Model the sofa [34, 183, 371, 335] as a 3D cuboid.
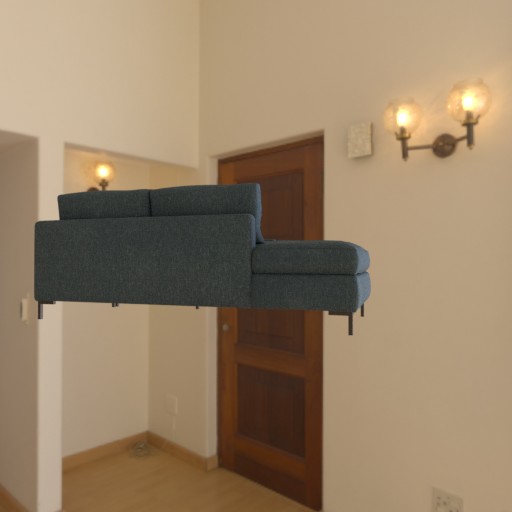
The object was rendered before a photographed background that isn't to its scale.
[{"bbox_3d":[0.000,0.000,3.840,2.007,0.815,2.949,0,-1,18],"label":"sofa"}]
